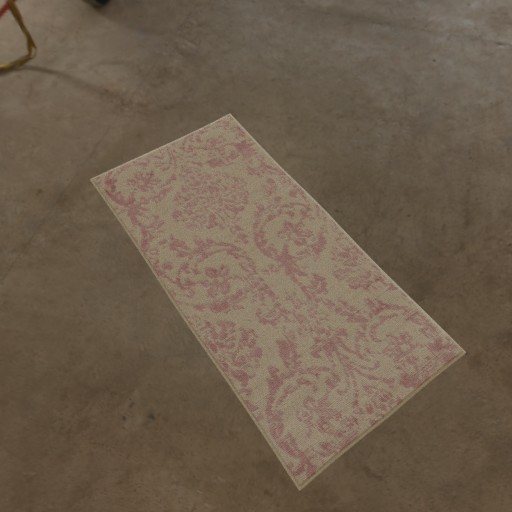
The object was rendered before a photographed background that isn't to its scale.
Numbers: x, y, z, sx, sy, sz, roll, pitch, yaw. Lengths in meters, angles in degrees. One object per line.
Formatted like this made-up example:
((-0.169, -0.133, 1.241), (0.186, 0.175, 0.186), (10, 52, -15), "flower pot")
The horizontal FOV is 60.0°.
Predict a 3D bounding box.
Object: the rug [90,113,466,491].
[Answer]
((0.000, 0.000, 1.430), (0.604, 0.007, 1.219), (-31, 64, -18), "rug")
